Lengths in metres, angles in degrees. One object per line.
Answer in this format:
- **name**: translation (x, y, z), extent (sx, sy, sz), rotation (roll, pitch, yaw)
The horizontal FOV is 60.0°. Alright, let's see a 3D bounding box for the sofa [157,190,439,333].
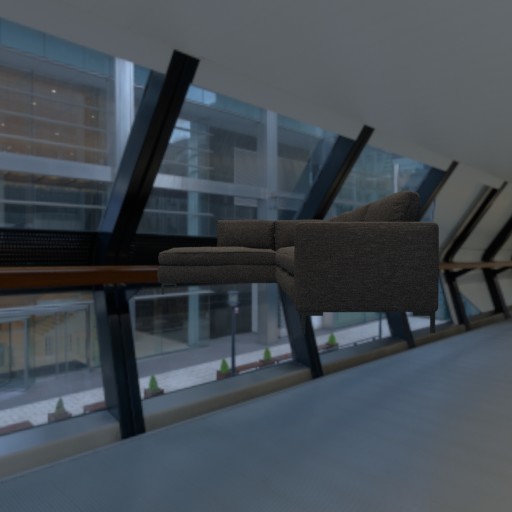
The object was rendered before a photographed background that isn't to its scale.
- **sofa**: translation (0.000, 0.000, 3.883), extent (2.007, 0.815, 2.949), rotation (0, 1, -1)
